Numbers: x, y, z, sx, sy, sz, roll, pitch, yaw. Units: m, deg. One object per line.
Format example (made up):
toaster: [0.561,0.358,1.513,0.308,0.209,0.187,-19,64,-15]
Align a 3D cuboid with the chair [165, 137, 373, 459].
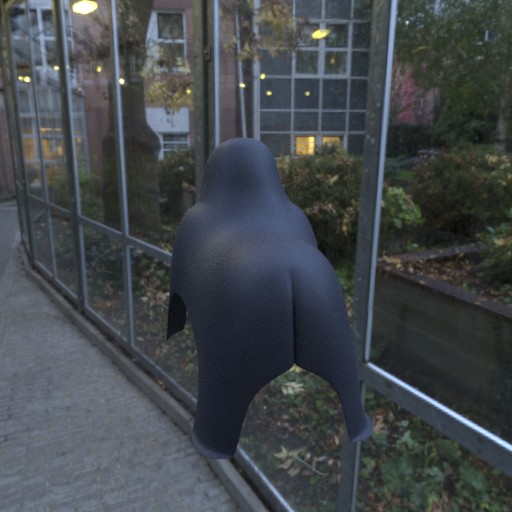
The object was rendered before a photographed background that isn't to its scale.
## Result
chair: [0.000,0.000,1.146,0.490,0.600,0.758,-3,14,-11]
